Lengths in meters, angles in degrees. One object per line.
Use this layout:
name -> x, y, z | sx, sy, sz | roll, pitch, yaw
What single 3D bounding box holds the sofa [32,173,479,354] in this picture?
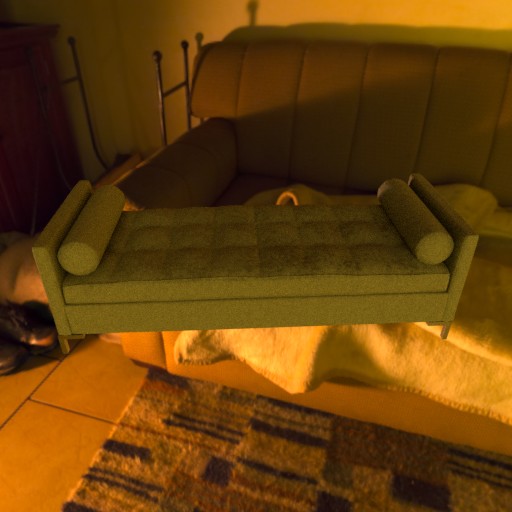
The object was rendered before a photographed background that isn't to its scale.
sofa -> 0.000, 0.000, 2.535 | 2.102, 0.657, 0.797 | -2, 33, -3
